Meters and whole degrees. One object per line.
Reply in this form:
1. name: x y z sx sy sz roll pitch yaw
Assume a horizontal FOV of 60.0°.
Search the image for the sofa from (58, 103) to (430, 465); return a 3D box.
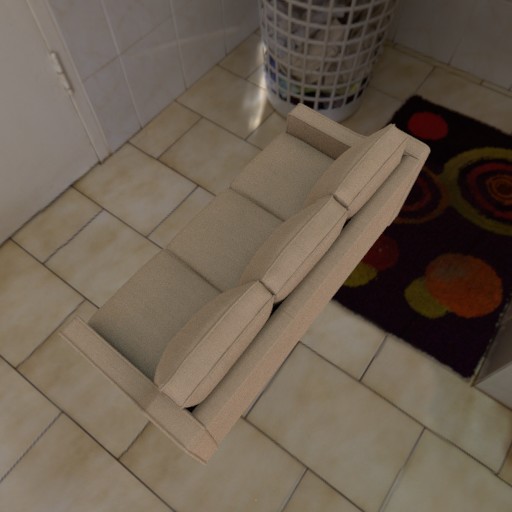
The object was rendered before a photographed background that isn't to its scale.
1. sofa: 0.000 0.000 2.509 0.911 0.974 1.986 35 67 17
